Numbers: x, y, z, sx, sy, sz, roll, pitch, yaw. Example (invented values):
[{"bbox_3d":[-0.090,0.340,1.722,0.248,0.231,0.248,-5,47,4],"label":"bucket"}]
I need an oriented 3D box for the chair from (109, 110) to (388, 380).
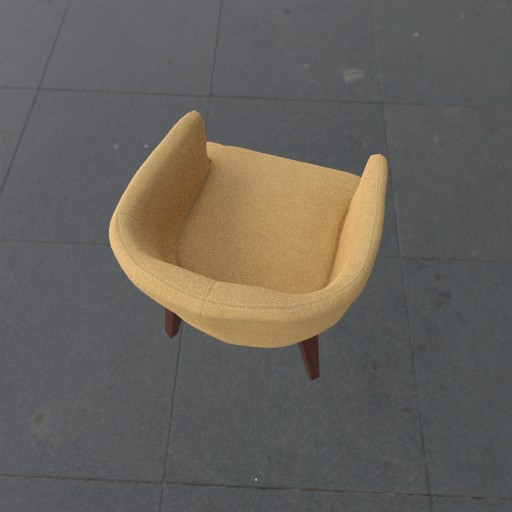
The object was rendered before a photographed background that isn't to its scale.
[{"bbox_3d":[0.000,0.000,1.257,0.583,0.811,0.655,16,64,8],"label":"chair"}]
